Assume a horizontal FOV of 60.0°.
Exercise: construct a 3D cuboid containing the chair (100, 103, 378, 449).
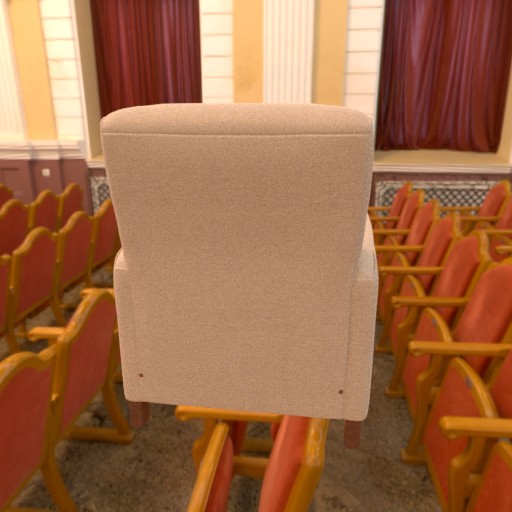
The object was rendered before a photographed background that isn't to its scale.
[{"bbox_3d":[0.000,0.000,1.601,0.841,1.023,0.858,2,17,8],"label":"chair"}]
